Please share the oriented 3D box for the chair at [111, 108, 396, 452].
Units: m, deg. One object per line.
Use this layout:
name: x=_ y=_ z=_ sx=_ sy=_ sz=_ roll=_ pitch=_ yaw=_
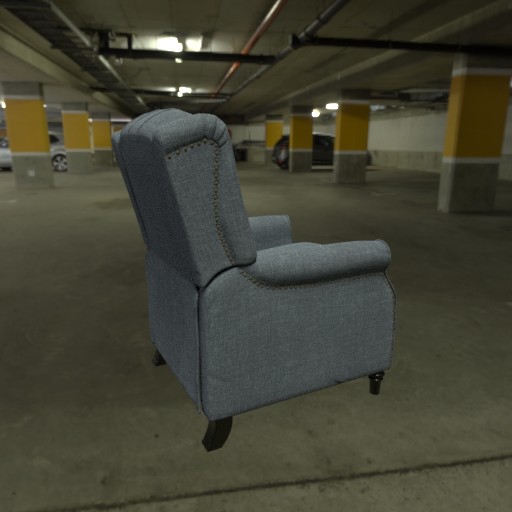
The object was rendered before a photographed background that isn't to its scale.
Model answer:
chair: x=0.000 y=0.000 z=1.680 sx=0.898 sy=1.035 sz=0.742 roll=-7 pitch=16 yaw=-27
